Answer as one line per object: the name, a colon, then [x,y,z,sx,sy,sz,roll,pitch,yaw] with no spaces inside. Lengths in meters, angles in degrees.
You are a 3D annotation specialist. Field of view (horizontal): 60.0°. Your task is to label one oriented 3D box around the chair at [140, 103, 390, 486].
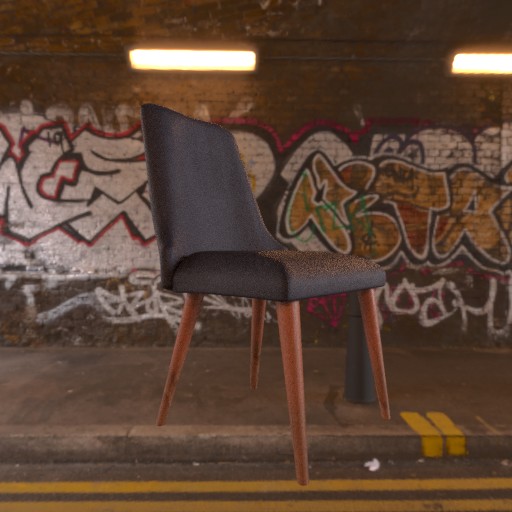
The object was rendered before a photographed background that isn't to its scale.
chair: [0.000,0.000,1.138,0.567,0.820,0.504,0,1,38]
